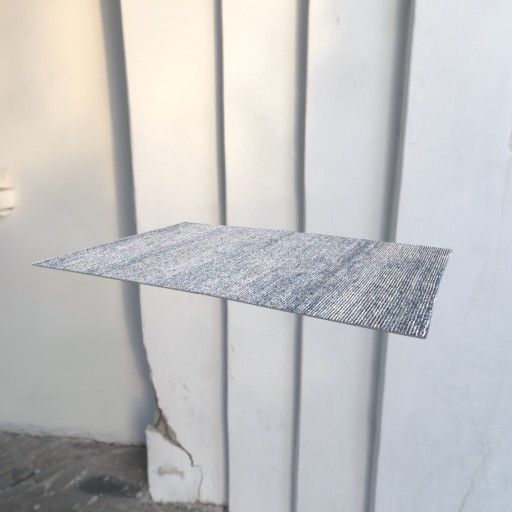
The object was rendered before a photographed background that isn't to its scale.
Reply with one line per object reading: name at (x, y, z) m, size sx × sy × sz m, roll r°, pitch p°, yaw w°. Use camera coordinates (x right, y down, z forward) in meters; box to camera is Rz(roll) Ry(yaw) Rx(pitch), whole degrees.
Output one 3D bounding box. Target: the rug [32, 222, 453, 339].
rug at (0.000, 0.000, 2.965) m, size 2.349 × 0.030 × 1.624 m, roll 8°, pitch 17°, yaw 26°
